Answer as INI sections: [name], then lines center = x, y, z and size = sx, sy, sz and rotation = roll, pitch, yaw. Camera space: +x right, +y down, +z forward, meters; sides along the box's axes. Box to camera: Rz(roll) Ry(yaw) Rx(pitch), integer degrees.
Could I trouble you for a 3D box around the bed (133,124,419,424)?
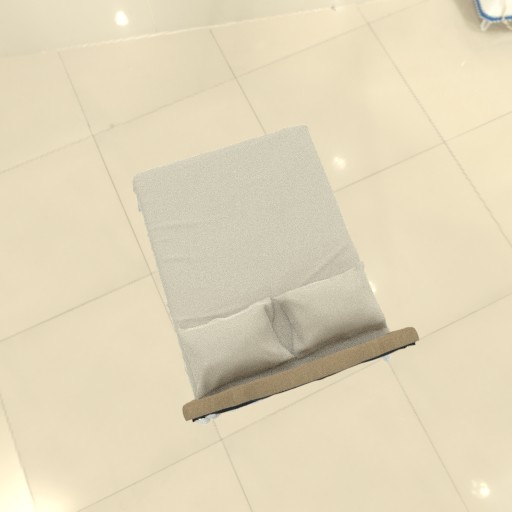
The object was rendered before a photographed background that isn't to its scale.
[bed]
center = 0.000, 0.000, 3.452
size = 1.780, 1.634, 2.222
rotation = -18, 76, -5
